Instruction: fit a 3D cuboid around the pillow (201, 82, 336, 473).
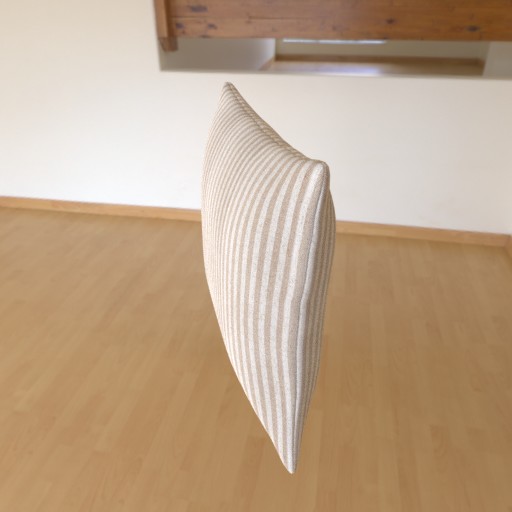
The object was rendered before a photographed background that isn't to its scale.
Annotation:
[{"bbox_3d":[0.000,0.000,0.791,0.166,0.510,0.523,-7,32,-12],"label":"pillow"}]
